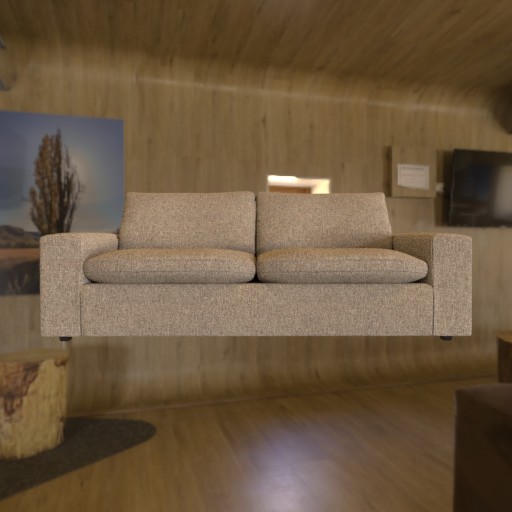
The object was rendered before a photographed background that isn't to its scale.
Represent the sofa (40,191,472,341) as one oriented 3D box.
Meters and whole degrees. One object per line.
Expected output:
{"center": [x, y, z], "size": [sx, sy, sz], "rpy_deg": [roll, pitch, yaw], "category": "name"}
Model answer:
{"center": [0.000, 0.000, 2.797], "size": [2.299, 0.922, 1.040], "rpy_deg": [0, 1, -1], "category": "sofa"}
